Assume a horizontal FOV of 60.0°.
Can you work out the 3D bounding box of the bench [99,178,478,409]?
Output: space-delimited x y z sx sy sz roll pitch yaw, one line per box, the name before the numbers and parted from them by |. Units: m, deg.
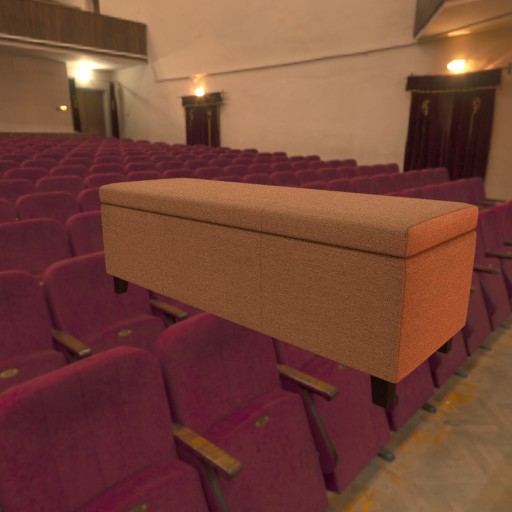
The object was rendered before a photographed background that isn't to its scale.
bench | 0.000 0.000 1.493 1.269 0.438 0.446 13 20 41
